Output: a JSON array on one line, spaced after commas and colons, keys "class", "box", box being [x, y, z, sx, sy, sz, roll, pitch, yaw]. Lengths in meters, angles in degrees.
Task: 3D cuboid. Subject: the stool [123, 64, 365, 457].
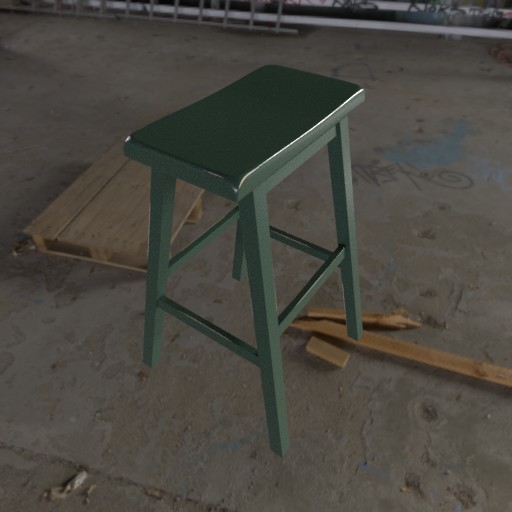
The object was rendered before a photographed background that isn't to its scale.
[{"class": "stool", "box": [0.000, 0.000, 1.068, 0.476, 0.737, 0.457, 25, 48, 25]}]
